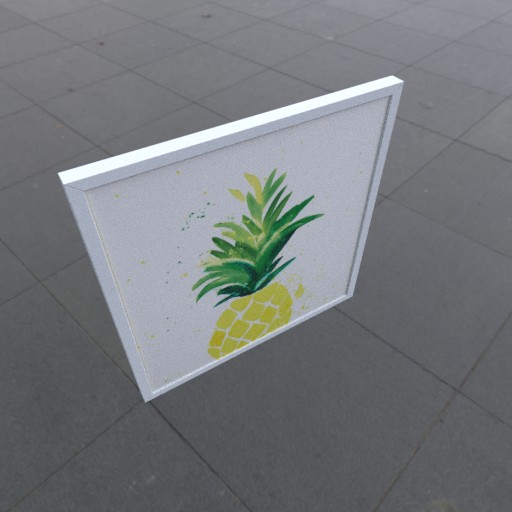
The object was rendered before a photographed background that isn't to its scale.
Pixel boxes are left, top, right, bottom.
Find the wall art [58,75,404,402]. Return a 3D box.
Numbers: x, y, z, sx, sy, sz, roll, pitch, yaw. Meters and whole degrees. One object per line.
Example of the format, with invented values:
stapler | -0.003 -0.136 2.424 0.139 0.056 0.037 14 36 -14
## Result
wall art | 0.000 0.000 1.149 0.763 0.761 0.038 -23 50 -21
